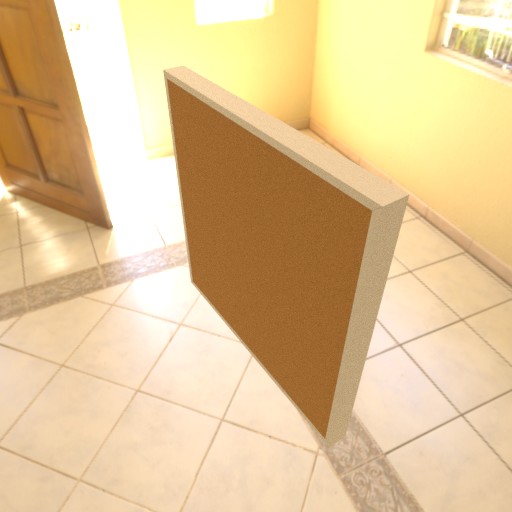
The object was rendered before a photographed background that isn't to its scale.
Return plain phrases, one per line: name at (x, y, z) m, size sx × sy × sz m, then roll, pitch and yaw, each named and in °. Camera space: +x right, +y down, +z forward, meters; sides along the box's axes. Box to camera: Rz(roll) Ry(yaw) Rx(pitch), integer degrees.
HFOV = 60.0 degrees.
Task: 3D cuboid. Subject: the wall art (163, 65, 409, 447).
wall art at (0.000, 0.000, 0.467) m, size 0.024 × 0.304 × 0.304 m, roll -24°, pitch 46°, yaw -26°
